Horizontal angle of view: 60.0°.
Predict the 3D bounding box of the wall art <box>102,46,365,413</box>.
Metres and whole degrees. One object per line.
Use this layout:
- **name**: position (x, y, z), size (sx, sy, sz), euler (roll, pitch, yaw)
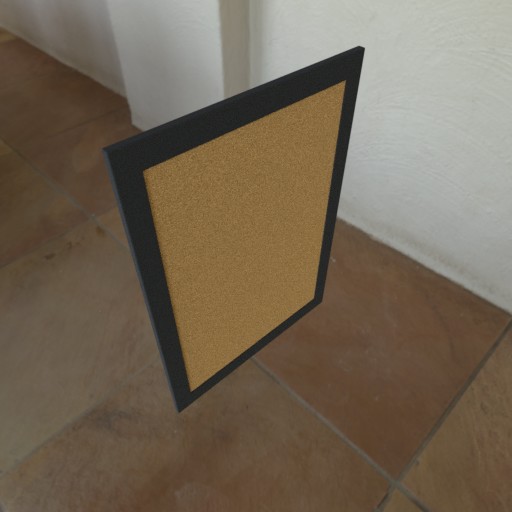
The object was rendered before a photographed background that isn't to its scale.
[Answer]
- **wall art**: position (0.000, 0.000, 0.681), size (0.374, 0.529, 0.012), euler (-33, 54, -28)
